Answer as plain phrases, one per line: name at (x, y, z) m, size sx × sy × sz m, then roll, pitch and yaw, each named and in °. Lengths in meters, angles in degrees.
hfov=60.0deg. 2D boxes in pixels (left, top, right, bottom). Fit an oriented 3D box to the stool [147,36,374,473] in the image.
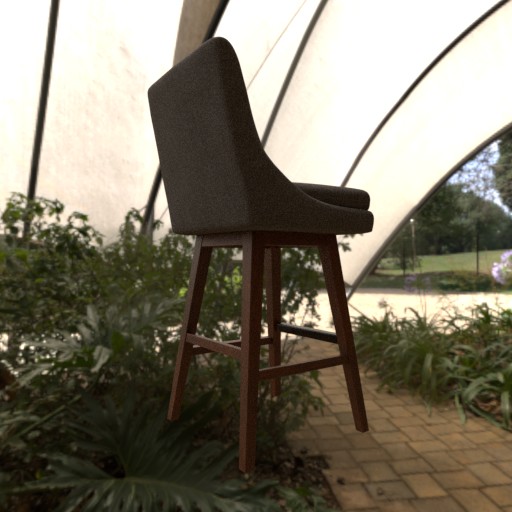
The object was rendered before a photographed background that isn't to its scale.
stool at (0.000, 0.000, 1.383) m, size 0.572 × 1.068 × 0.489 m, roll 0°, pitch 0°, yaw -36°
